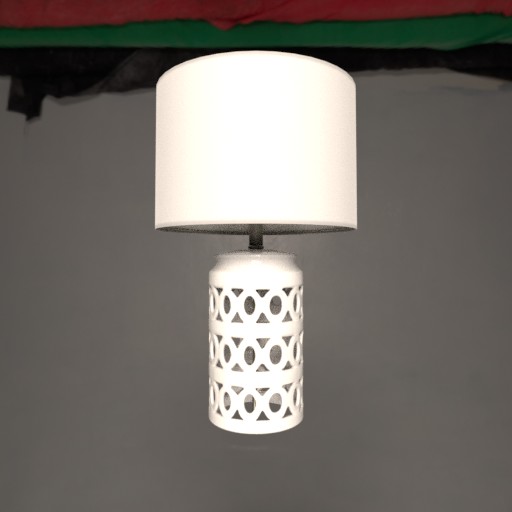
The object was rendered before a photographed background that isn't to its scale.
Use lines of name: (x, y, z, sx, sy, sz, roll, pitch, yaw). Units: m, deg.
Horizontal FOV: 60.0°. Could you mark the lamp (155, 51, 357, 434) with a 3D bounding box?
lamp: (0.000, 0.000, 0.695, 0.310, 0.502, 0.310, 0, 0, 0)
